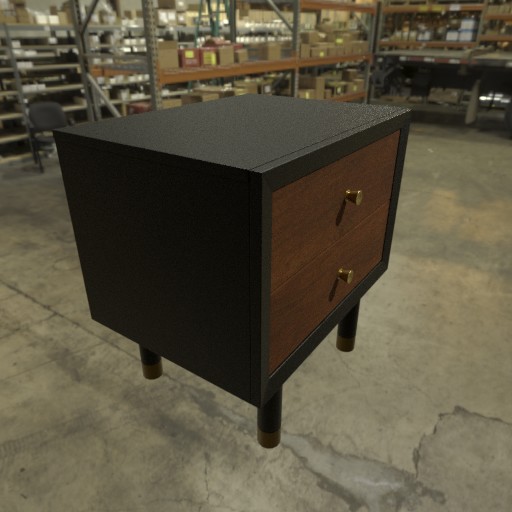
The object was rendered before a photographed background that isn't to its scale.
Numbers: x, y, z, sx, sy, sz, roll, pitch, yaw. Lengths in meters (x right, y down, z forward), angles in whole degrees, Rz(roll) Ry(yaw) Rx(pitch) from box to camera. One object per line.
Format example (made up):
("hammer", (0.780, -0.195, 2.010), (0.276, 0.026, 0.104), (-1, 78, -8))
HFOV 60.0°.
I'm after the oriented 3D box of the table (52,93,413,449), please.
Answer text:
("table", (0.000, 0.000, 0.969), (0.441, 0.584, 0.564), (18, 32, 31))
